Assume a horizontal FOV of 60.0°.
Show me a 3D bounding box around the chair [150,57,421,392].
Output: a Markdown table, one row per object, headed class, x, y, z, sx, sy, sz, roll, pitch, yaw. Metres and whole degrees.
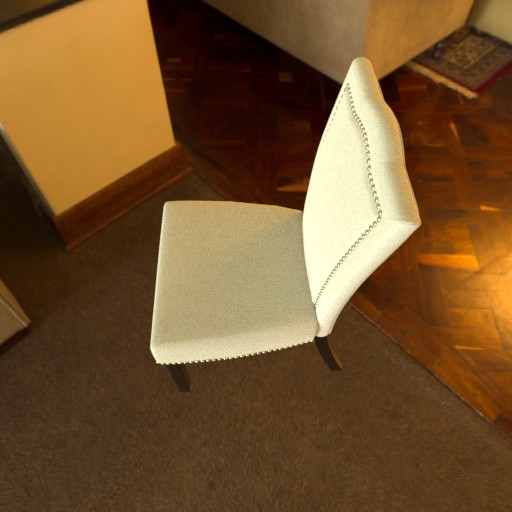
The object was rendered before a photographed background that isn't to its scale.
| class | x | y | z | sx | sy | sz | roll | pitch | yaw |
| --- | --- | --- | --- | --- | --- | --- | --- | --- | --- |
| chair | 0.000 | 0.000 | 1.261 | 0.589 | 0.946 | 0.518 | -2 | 56 | -1 |
